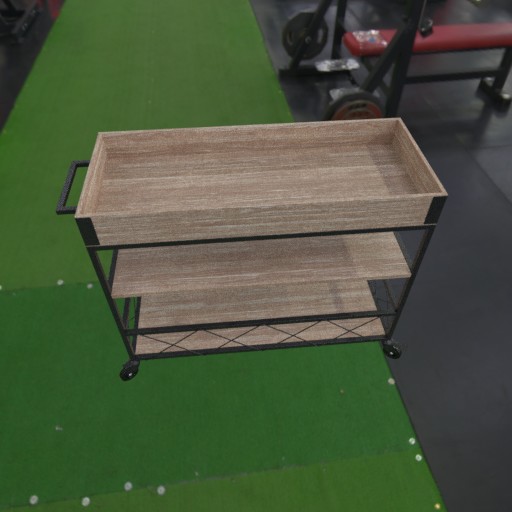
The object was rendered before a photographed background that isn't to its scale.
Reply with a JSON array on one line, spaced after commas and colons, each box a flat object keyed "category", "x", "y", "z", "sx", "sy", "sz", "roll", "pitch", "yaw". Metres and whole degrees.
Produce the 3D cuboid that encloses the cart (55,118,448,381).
[{"category": "cart", "x": 0.000, "y": 0.000, "z": 1.553, "sx": 1.101, "sy": 0.787, "sz": 0.500, "roll": -4, "pitch": 47, "yaw": -4}]
